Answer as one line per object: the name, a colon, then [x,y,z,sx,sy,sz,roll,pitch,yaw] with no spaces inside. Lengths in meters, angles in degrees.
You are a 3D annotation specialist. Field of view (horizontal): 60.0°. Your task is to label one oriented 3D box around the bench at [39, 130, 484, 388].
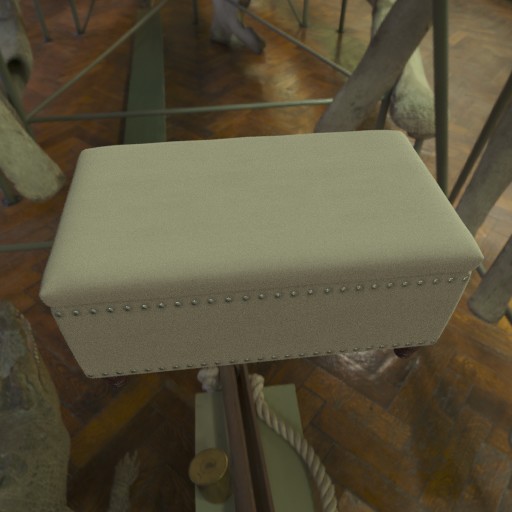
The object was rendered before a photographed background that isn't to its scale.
bench: [0.000,0.000,1.176,0.887,0.449,0.500,-5,46,-4]
